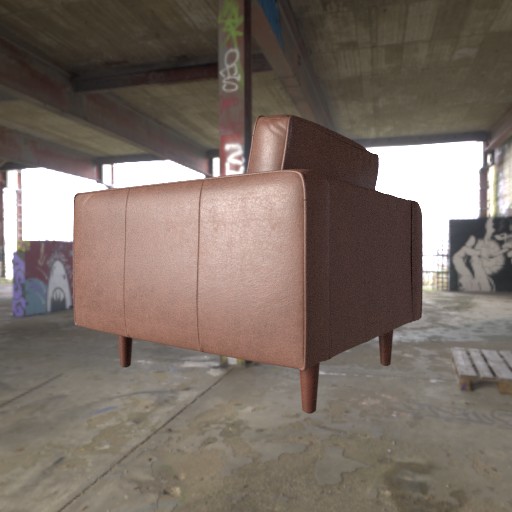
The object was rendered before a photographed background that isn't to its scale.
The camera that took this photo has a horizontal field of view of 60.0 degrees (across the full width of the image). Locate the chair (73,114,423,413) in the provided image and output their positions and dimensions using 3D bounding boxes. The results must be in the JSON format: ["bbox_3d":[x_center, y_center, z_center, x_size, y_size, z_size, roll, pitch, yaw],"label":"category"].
[{"bbox_3d":[0.000,0.000,1.541,0.900,0.770,0.920,1,1,36],"label":"chair"}]
